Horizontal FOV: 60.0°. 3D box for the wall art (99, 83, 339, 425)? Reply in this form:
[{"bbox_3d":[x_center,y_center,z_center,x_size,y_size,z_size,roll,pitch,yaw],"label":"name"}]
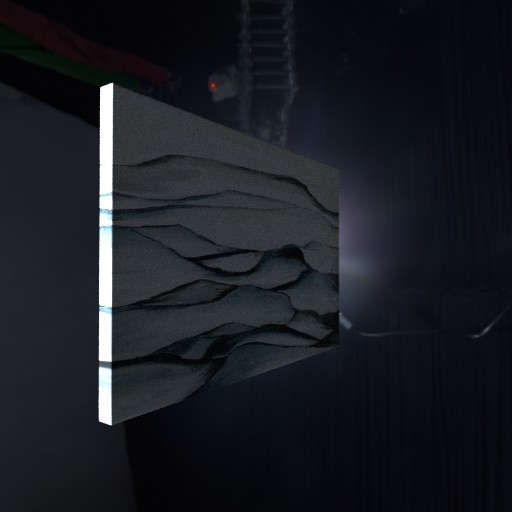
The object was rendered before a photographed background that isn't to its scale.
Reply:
[{"bbox_3d":[0.000,0.000,1.165,0.039,0.609,0.914,-1,-1,36],"label":"wall art"}]
